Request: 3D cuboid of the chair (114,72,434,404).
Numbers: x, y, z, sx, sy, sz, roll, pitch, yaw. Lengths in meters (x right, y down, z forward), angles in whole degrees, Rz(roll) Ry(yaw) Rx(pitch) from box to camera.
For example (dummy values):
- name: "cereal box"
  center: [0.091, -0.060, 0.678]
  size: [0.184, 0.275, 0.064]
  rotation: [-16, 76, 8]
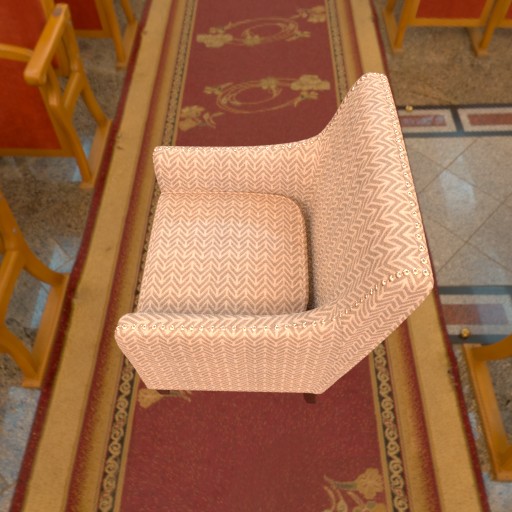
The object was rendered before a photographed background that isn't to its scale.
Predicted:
- name: "chair"
  center: [0.000, 0.000, 1.267]
  size: [0.651, 0.816, 0.623]
  rotation: [1, 57, 1]
